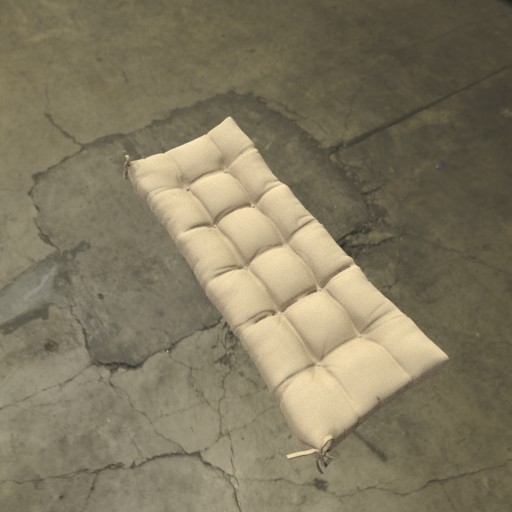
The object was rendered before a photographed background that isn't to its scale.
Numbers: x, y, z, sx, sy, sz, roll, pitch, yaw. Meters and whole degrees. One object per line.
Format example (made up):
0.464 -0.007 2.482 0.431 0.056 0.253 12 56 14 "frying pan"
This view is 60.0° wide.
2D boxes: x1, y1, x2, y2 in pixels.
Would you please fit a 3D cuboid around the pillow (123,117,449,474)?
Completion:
0.000 0.000 1.370 0.511 0.174 1.194 -29 62 -17 "pillow"
